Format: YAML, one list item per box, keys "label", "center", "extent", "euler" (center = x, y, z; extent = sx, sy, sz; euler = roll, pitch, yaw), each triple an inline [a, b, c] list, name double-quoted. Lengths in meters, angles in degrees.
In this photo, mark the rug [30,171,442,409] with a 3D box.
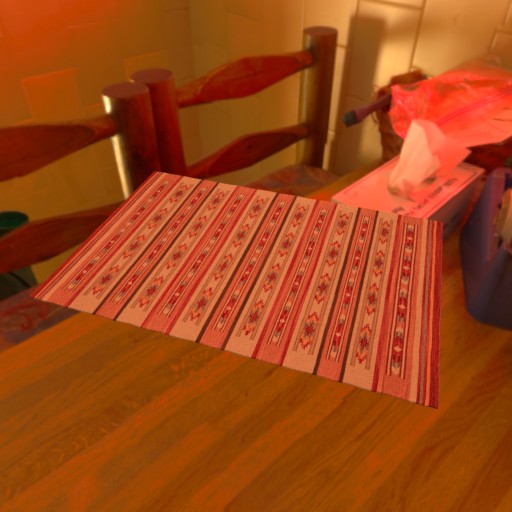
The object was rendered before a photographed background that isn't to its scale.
- label: "rug"
  center: [0.000, 0.000, 2.284]
  extent: [1.817, 0.008, 1.223]
  euler: [12, 42, 14]
